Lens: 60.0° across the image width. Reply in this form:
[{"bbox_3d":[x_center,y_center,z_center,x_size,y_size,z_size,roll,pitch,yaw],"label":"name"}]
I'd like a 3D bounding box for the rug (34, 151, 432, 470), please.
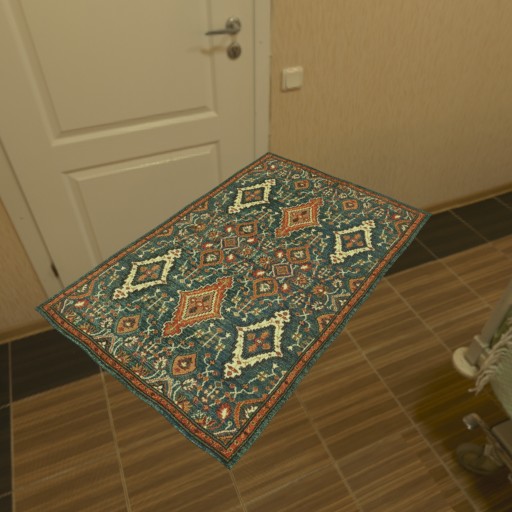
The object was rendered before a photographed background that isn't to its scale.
[{"bbox_3d":[0.000,0.000,4.230,2.190,0.008,3.371,28,49,27],"label":"rug"}]
